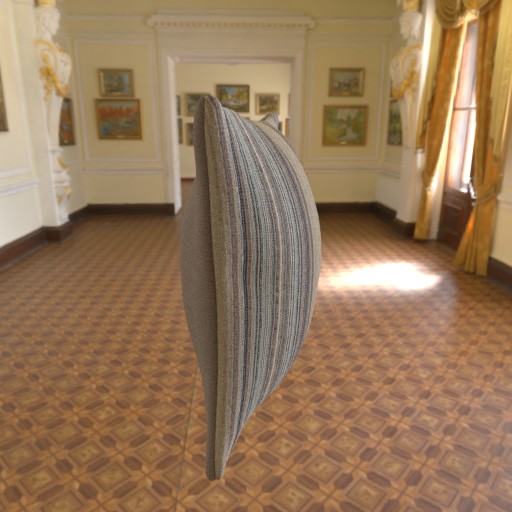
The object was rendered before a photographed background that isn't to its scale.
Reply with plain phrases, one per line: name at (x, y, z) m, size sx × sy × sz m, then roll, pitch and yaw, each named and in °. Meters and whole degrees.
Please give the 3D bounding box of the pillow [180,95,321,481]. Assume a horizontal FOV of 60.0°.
pillow at (0.000, 0.000, 0.648) m, size 0.189 × 0.416 × 0.435 m, roll 3°, pitch 16°, yaw 10°
